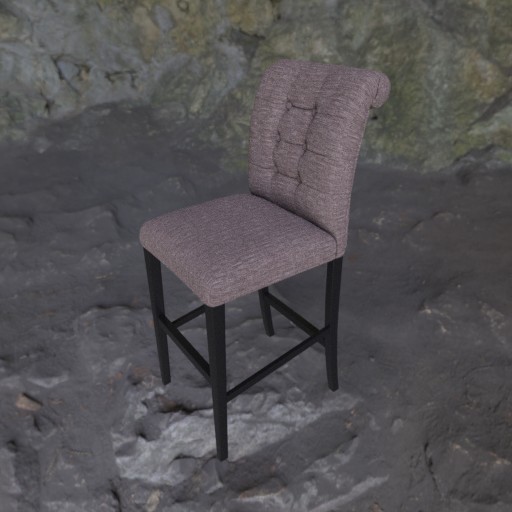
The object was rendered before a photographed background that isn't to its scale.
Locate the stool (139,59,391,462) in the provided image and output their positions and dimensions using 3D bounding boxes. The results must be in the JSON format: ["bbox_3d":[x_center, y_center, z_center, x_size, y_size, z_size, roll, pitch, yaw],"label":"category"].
[{"bbox_3d":[0.000,0.000,1.448,0.613,1.131,0.452,-19,34,-31],"label":"stool"}]
